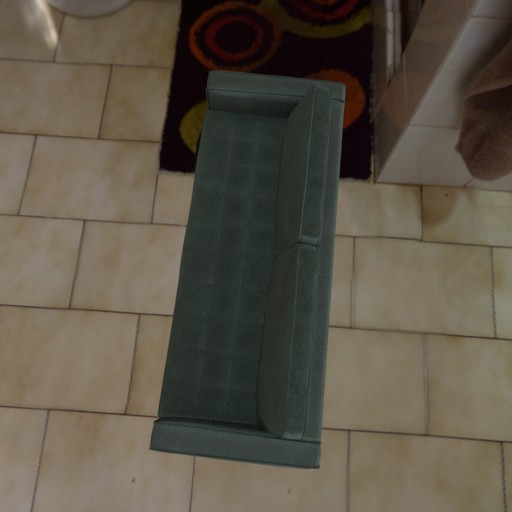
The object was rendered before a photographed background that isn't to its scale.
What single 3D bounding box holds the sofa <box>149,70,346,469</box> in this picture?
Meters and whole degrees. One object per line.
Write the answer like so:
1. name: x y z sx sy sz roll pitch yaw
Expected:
1. sofa: 0.000 0.000 2.625 0.886 0.781 2.214 6 76 2
